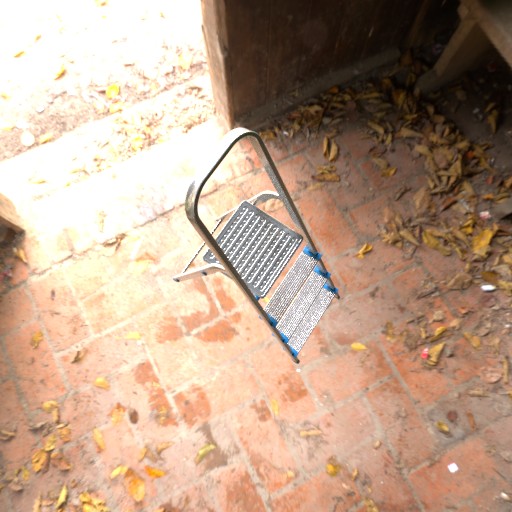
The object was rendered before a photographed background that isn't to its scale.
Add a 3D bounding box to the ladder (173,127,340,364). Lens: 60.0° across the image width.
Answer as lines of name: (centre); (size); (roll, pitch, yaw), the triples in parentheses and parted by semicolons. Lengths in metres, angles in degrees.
ladder: (0.000, 0.000, 1.794); (0.842, 1.434, 0.445); (33, 78, 8)
